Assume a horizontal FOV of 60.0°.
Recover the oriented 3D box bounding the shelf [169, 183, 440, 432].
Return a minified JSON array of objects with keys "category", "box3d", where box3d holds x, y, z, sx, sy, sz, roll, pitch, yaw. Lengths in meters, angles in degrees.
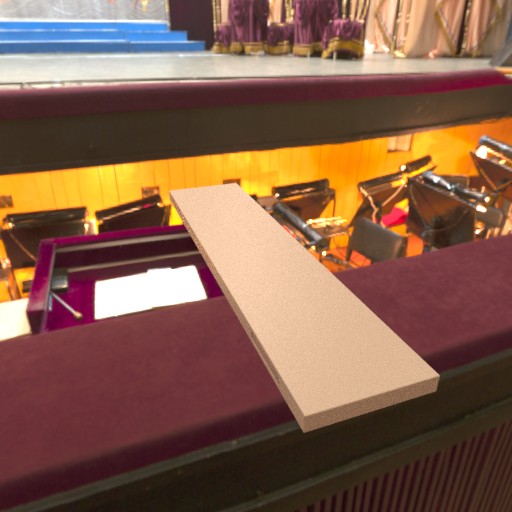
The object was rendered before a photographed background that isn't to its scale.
[{"category":"shelf","box3d":[0.000,0.000,0.650,0.140,0.020,0.610,-10,29,-18]}]
